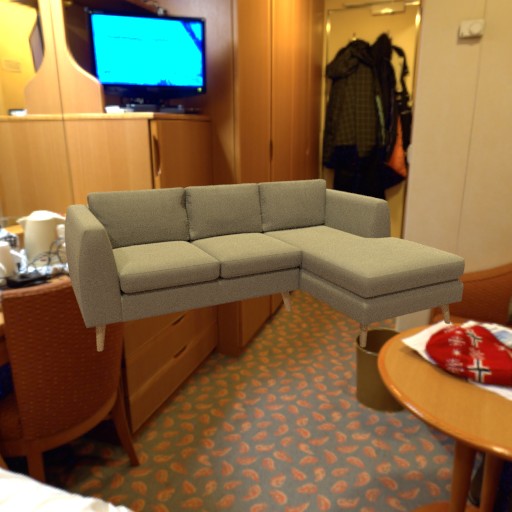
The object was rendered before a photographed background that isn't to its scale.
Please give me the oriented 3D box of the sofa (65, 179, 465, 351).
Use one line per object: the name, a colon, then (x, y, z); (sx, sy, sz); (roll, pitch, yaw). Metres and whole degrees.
sofa: (0.000, 0.000, 3.050); (2.300, 0.860, 1.580); (-8, 18, -26)
